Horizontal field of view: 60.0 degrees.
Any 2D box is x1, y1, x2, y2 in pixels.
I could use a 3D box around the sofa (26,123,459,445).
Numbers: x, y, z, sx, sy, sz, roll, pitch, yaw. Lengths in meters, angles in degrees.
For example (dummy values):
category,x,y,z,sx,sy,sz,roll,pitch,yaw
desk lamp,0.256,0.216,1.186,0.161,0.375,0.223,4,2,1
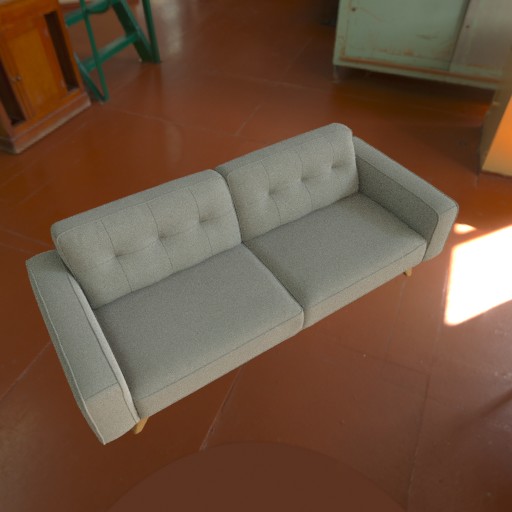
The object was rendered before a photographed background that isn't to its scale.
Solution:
category,x,y,z,sx,sy,sz,roll,pitch,yaw
sofa,0.000,0.000,2.549,2.270,0.781,0.956,-25,51,-22
